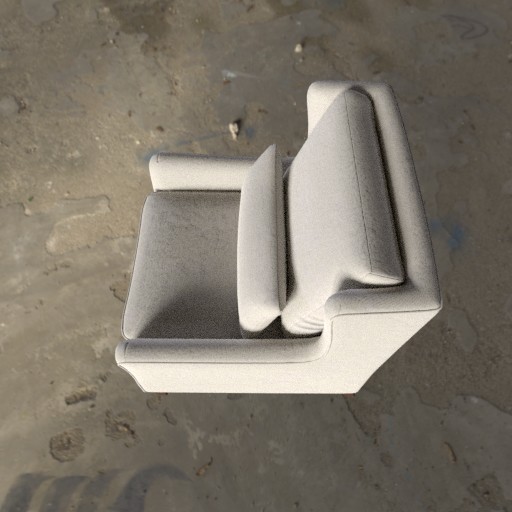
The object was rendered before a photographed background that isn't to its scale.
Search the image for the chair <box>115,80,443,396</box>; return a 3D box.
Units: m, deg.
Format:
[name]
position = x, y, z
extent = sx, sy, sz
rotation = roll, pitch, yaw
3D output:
[chair]
position = 0.000, 0.000, 1.839
extent = 1.040, 1.056, 0.982
rotation = 0, 59, 0
